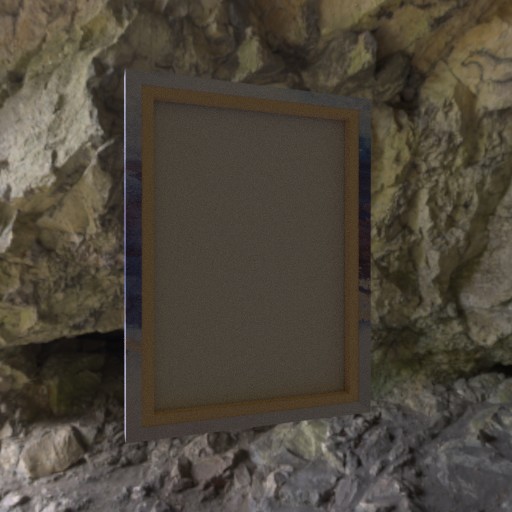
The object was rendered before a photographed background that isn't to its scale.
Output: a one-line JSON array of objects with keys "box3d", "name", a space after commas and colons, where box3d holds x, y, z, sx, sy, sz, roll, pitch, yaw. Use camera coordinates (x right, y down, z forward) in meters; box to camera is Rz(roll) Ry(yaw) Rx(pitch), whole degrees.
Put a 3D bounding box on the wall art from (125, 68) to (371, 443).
[{"box3d": [0.000, 0.000, 0.771, 0.437, 0.581, 0.036, 0, 0, -18], "name": "wall art"}]
